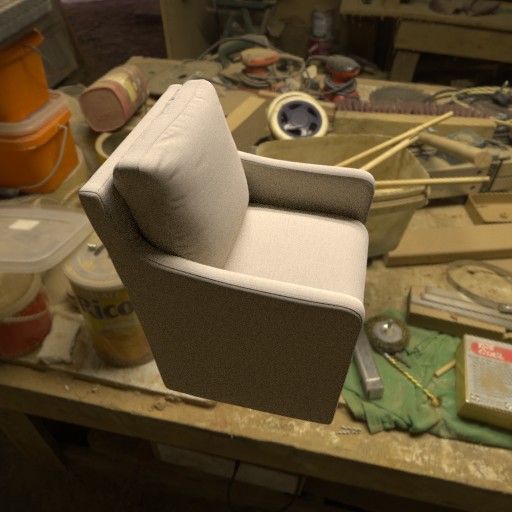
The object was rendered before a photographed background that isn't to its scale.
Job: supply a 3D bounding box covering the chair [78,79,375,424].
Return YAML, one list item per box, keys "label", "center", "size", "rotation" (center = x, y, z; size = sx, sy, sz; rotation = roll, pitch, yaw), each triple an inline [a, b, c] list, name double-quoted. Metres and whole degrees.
- label: "chair"
  center: [0.000, 0.000, 1.410]
  size: [0.694, 0.914, 0.626]
  rotation: [10, 46, 9]
